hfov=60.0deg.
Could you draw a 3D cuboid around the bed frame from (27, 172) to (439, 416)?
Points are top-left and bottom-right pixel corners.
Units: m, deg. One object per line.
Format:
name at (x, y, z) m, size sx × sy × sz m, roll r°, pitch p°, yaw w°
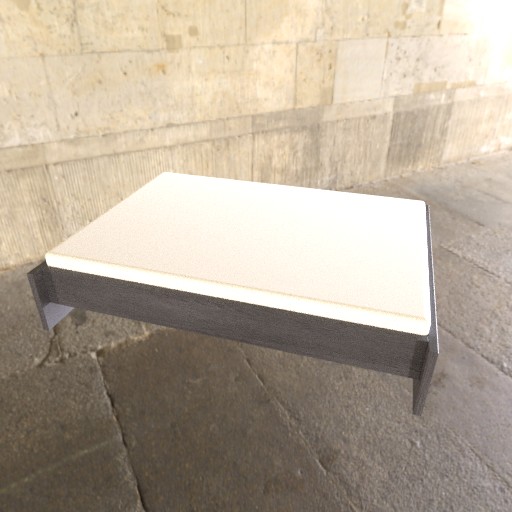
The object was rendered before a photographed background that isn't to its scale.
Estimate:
bed frame at (0.000, 0.000, 2.661) m, size 1.950 × 0.432 × 1.490 m, roll 9°, pitch 31°, yaw 15°
